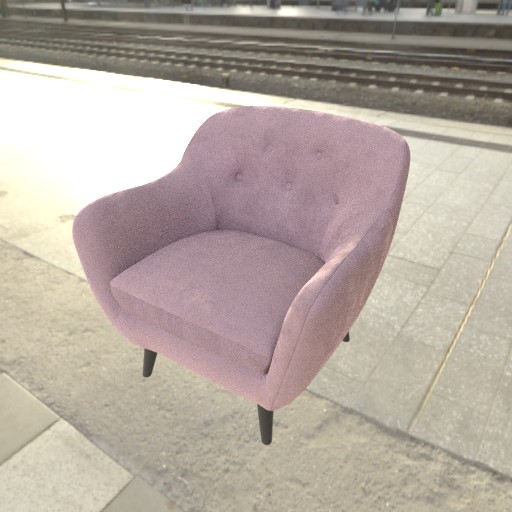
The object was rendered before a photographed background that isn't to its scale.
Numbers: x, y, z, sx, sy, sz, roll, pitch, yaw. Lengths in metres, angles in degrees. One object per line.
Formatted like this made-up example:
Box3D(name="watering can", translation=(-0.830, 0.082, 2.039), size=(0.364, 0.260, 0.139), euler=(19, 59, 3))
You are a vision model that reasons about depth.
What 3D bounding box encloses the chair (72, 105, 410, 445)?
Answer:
Box3D(name="chair", translation=(0.000, 0.000, 1.498), size=(0.840, 0.820, 0.820), euler=(18, 36, 28))
